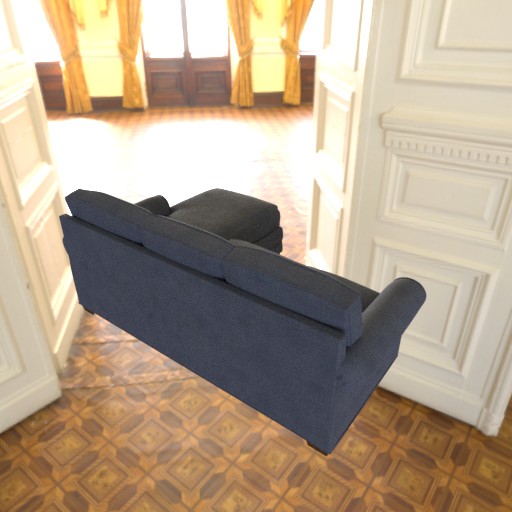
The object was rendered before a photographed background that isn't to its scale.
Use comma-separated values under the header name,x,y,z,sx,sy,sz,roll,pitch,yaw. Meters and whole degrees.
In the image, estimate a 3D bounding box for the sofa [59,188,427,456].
name,x,y,z,sx,sy,sz,roll,pitch,yaw
sofa,0.000,0.000,3.462,2.567,1.063,1.780,21,36,31
